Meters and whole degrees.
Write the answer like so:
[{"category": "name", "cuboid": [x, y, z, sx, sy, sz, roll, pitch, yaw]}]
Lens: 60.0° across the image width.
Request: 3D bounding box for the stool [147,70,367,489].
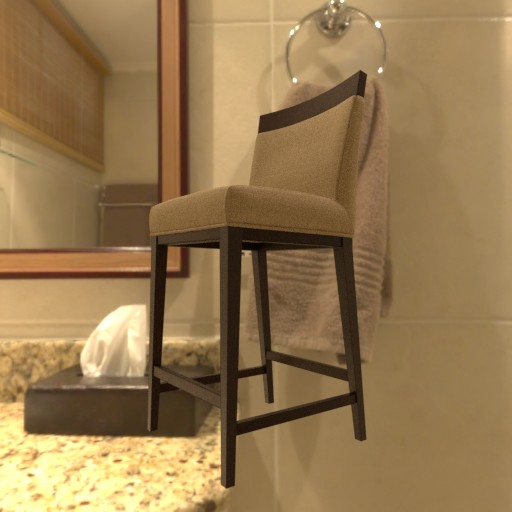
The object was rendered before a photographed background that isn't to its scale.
[{"category": "stool", "cuboid": [0.000, 0.000, 1.403, 0.531, 1.117, 0.511, 1, -2, -36]}]
